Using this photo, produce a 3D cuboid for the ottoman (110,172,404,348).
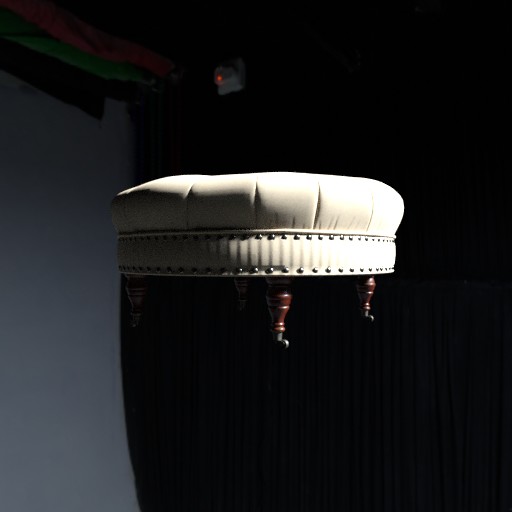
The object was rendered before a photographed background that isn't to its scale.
[{"bbox_3d":[0.000,0.000,1.424,0.901,0.439,0.901,0,0,0],"label":"ottoman"}]
